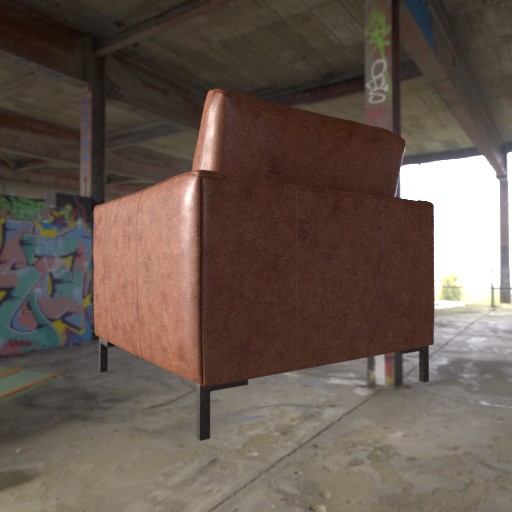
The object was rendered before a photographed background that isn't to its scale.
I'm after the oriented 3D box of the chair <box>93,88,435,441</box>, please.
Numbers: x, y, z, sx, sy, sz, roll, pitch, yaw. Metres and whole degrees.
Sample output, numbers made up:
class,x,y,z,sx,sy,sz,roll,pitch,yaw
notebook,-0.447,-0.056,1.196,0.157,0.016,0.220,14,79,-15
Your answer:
class,x,y,z,sx,sy,sz,roll,pitch,yaw
chair,0.000,0.000,1.618,0.967,0.869,0.862,1,-1,-35
